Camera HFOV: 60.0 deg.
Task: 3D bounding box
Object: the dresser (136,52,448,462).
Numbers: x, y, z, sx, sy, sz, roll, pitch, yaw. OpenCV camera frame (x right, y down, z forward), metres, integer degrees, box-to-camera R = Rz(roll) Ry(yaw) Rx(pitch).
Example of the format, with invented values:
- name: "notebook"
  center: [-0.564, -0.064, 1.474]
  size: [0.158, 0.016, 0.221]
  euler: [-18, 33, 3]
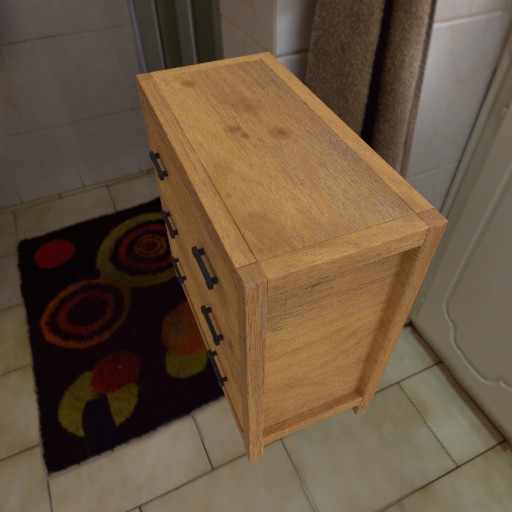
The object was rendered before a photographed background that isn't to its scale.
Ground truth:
- name: "dresser"
  center: [0.000, 0.000, 1.293]
  size: [0.427, 0.804, 0.804]
  euler: [-17, 49, -15]
